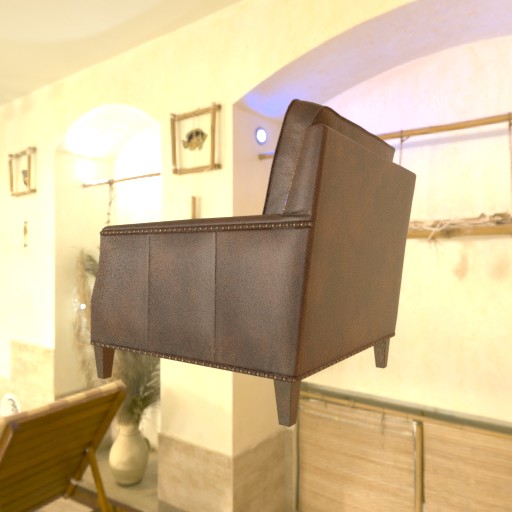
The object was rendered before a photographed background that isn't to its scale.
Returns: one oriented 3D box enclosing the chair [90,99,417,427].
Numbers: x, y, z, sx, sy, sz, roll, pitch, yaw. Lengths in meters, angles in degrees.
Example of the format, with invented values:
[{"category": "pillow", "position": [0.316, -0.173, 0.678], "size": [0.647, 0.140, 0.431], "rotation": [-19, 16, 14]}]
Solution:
[{"category": "chair", "position": [0.000, 0.000, 1.753], "size": [1.014, 0.929, 0.853], "rotation": [0, 0, 35]}]
